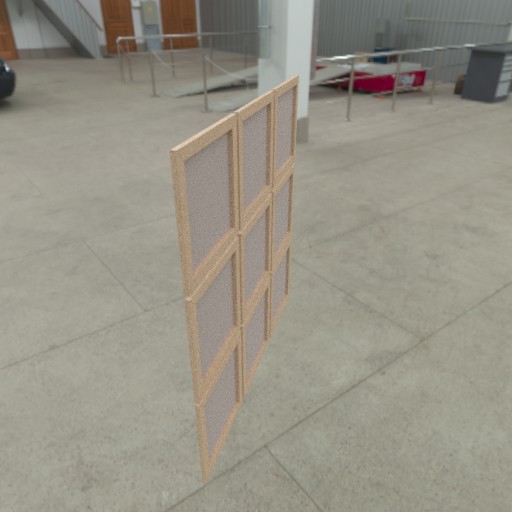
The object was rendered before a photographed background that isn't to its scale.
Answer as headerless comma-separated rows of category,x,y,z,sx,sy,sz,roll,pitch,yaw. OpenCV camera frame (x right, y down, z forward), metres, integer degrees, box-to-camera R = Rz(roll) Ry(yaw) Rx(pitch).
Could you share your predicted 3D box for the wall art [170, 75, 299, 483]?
wall art,0.000,0.000,1.348,0.012,0.910,0.917,9,31,15
